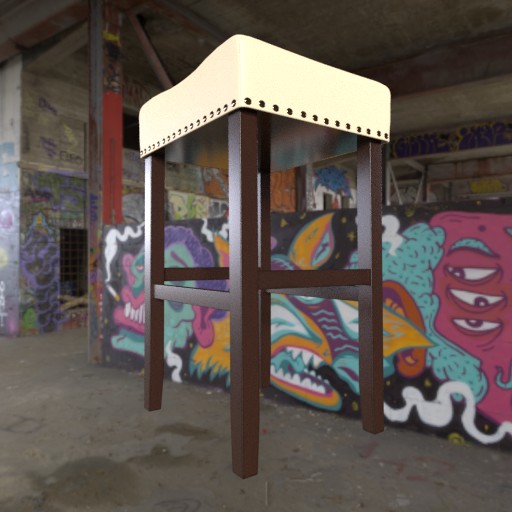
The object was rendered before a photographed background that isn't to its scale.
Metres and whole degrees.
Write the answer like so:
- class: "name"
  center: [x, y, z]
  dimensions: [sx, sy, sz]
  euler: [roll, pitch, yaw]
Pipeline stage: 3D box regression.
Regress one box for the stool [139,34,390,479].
- class: "stool"
  center: [0.000, 0.000, 1.036]
  dimensions: [0.401, 0.762, 0.471]
  euler: [0, -1, -35]
